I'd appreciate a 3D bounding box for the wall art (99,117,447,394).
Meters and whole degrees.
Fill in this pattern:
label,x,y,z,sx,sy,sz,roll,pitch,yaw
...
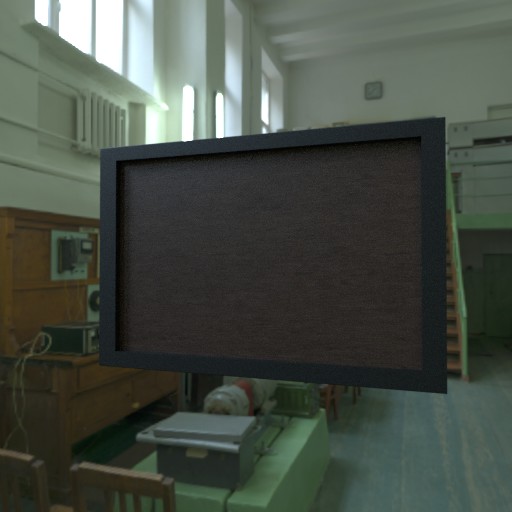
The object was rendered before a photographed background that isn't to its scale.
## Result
label,x,y,z,sx,sy,sz,roll,pitch,yaw
wall art,0.000,0.000,0.851,0.671,0.456,0.051,0,-1,17
